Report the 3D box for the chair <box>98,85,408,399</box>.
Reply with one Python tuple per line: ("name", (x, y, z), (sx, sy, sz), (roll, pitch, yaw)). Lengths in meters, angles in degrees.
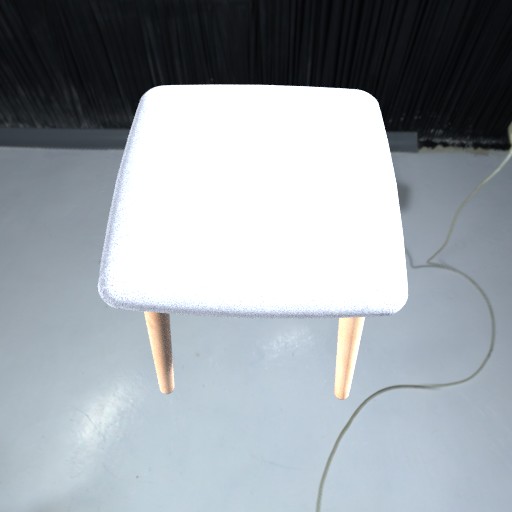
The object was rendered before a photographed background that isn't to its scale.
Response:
("chair", (0.000, 0.000, 0.705), (0.350, 0.440, 0.350), (1, 60, 1))
